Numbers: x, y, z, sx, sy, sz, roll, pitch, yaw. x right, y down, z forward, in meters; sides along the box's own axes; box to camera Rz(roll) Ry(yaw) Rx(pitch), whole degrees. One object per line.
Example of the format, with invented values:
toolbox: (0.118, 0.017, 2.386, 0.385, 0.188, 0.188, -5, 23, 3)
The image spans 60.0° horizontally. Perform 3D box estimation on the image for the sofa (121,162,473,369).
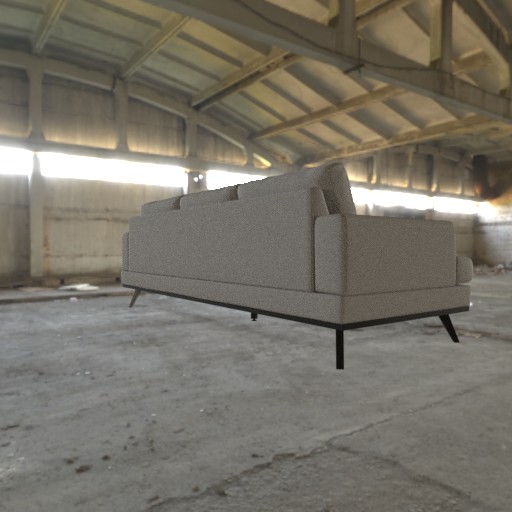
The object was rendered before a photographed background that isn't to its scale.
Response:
sofa: (0.000, 0.000, 2.772, 0.920, 0.810, 2.310, -1, 1, -36)
